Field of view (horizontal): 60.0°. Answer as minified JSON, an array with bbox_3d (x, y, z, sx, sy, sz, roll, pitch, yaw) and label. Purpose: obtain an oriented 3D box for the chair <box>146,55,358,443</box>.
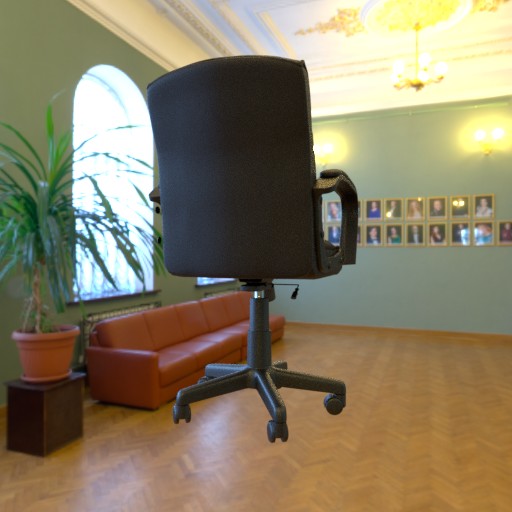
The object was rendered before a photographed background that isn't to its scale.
[{"bbox_3d":[0.000,0.000,1.390,0.576,0.998,0.641,0,0,20],"label":"chair"}]
